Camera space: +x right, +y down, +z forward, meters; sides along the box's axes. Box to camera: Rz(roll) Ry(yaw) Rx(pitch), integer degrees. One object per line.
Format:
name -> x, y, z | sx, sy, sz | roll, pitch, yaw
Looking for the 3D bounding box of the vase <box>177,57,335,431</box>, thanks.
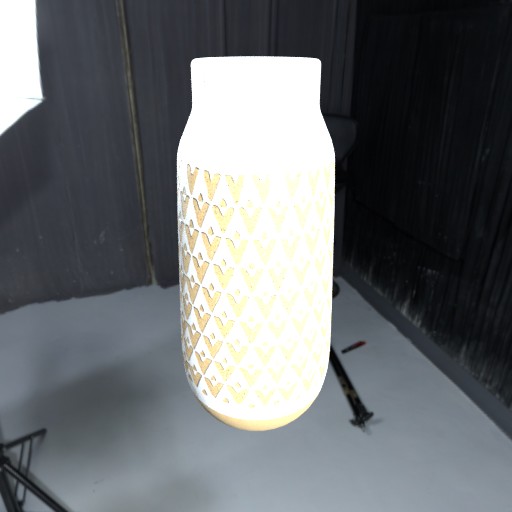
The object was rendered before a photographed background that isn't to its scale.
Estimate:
vase -> 0.000, 0.000, 0.378 | 0.137, 0.307, 0.137 | 0, 26, 0
